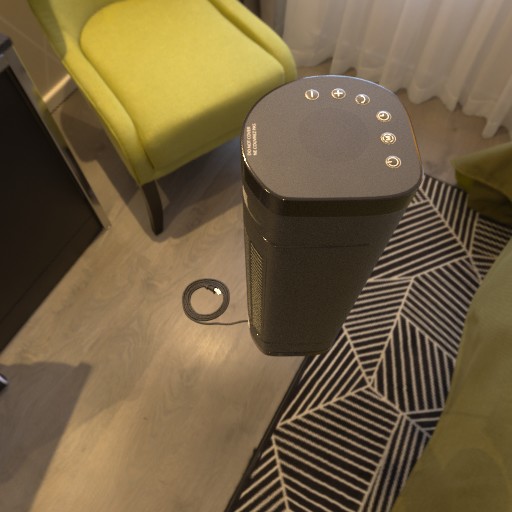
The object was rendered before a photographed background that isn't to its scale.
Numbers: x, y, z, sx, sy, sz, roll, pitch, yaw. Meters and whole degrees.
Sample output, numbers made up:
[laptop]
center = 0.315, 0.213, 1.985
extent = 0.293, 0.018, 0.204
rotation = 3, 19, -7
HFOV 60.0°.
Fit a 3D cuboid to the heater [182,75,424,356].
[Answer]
[heater]
center = 0.000, 0.000, 0.681
extent = 0.312, 0.552, 0.174
rotation = -1, 63, -1
